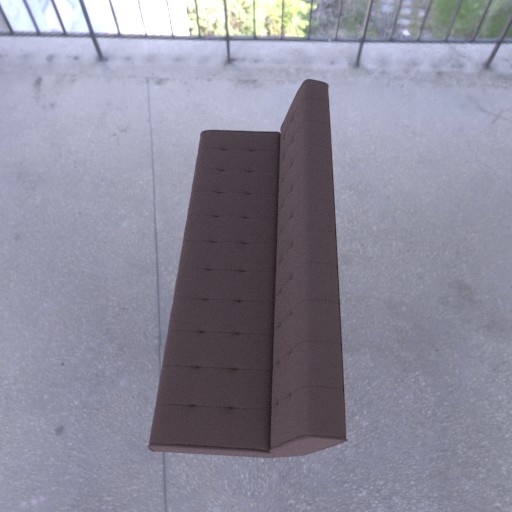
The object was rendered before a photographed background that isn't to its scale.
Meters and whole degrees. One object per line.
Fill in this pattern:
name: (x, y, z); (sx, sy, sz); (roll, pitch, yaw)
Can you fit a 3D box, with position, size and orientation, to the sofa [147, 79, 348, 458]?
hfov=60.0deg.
sofa: (0.000, 0.000, 2.084); (0.747, 0.699, 1.703); (3, 58, 2)
